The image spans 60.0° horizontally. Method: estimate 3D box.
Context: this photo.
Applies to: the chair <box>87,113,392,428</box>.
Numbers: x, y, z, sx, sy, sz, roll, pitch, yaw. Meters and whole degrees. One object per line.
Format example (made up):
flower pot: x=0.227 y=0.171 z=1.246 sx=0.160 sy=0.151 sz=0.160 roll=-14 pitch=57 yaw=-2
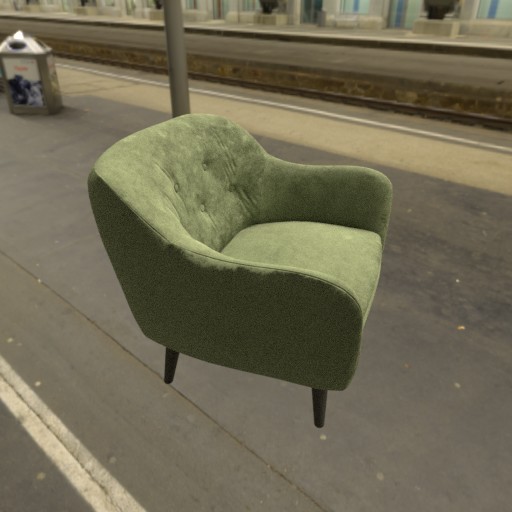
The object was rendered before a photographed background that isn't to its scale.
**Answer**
chair: x=0.000 y=0.000 z=1.510 sx=0.819 sy=0.804 sz=0.840 roll=10 pitch=32 yaw=17
